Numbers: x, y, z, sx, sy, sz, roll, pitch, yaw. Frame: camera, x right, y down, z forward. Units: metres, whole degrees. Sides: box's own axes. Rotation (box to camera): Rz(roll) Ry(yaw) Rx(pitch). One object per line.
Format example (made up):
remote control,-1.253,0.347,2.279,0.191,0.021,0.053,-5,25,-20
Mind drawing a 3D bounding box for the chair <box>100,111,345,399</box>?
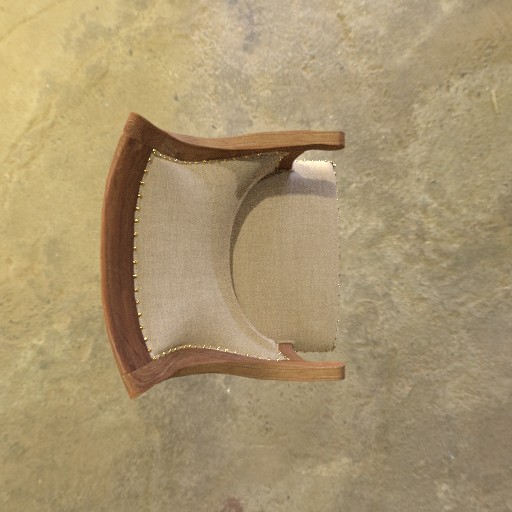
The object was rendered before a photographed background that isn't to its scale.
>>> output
chair,0.000,0.000,1.411,0.689,0.965,0.656,0,90,-1
